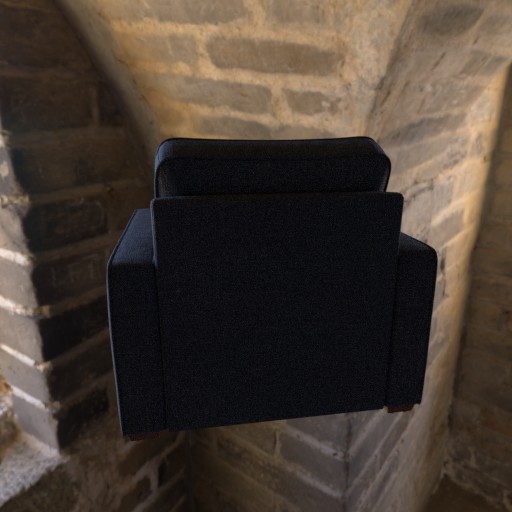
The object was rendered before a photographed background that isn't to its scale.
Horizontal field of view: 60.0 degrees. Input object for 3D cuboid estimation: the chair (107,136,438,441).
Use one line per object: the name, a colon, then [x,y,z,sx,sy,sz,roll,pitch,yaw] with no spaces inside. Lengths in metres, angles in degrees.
chair: [0.000,0.000,1.742,1.017,0.919,0.940,-3,16,-9]
